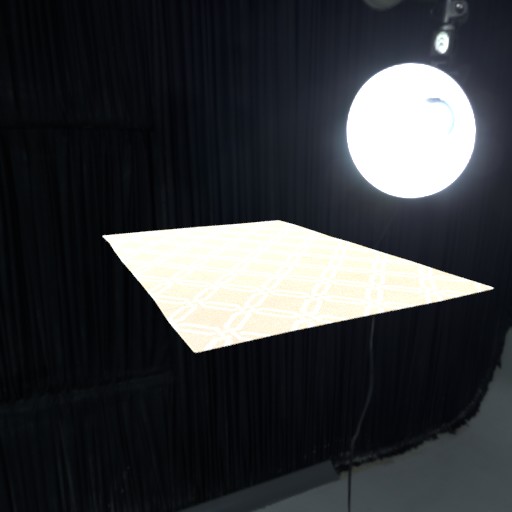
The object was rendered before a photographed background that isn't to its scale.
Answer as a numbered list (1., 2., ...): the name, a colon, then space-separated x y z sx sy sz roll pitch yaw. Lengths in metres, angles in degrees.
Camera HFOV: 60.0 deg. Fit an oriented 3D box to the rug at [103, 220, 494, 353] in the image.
1. rug: 0.000 0.000 2.723 1.524 0.013 2.135 -7 16 -26
